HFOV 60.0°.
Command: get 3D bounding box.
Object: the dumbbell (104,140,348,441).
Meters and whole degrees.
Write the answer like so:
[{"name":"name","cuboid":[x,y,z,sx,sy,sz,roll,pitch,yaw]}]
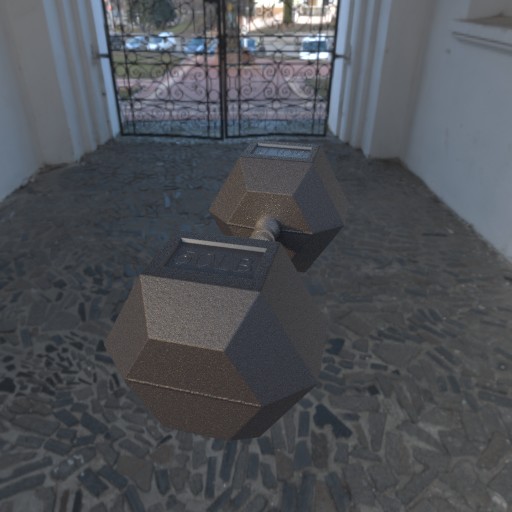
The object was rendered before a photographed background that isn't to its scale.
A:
[{"name":"dumbbell","cuboid":[0.000,0.000,0.473,0.173,0.150,0.384,7,32,12]}]
